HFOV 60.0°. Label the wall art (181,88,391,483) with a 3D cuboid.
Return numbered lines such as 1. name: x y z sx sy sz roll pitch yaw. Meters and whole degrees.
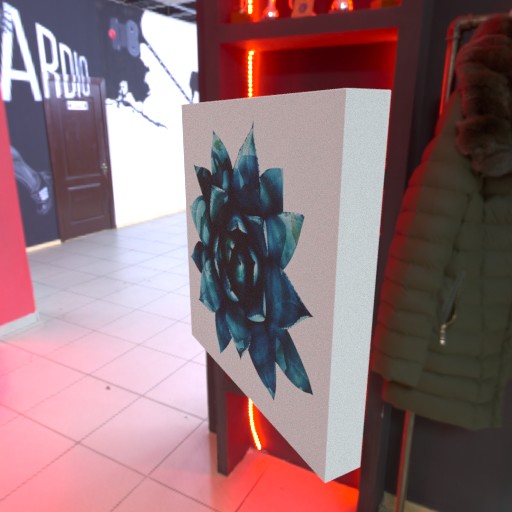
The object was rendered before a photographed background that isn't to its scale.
1. wall art: 0.000 0.000 0.457 0.038 0.305 0.305 -9 19 -27
